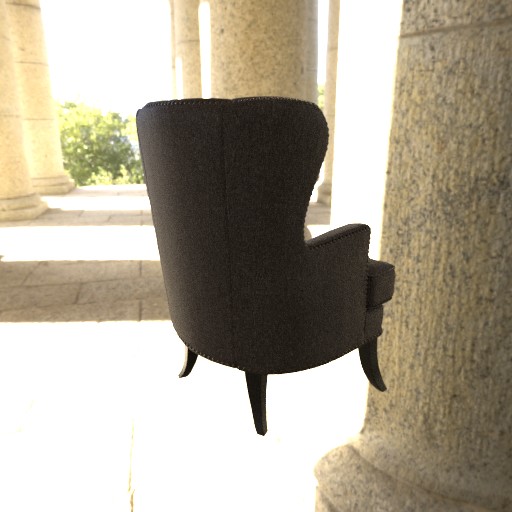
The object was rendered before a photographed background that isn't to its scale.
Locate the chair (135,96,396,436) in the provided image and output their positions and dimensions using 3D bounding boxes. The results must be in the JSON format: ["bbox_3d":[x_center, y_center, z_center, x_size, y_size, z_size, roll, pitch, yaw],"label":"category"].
[{"bbox_3d":[0.000,0.000,1.630,0.758,1.060,0.759,-14,21,-41],"label":"chair"}]
